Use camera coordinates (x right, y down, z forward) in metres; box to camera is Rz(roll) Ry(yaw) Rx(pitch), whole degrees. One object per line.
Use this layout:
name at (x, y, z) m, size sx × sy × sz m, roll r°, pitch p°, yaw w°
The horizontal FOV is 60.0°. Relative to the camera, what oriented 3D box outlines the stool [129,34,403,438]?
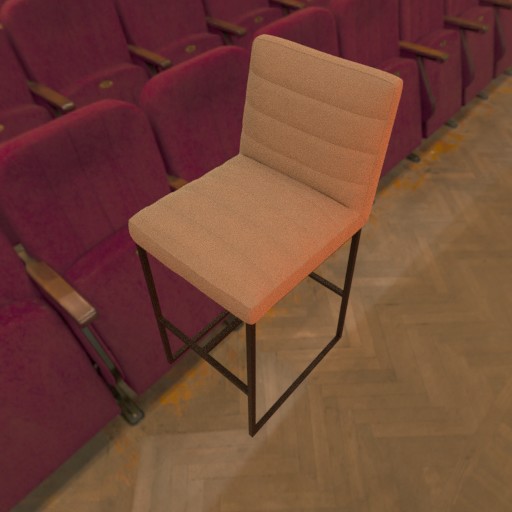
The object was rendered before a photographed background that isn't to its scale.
stool at (0.000, 0.000, 1.358) m, size 0.464 × 1.061 × 0.573 m, roll 32°, pitch 54°, yaw 28°
